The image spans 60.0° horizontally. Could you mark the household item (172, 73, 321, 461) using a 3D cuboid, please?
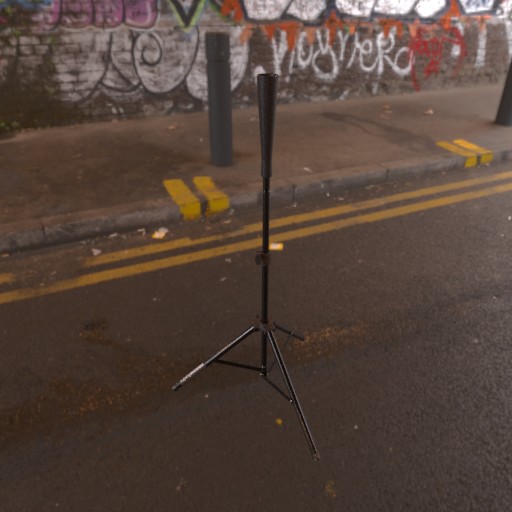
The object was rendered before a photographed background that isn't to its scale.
[{"bbox_3d":[0.000,0.000,1.379,0.559,1.067,0.559,8,31,13],"label":"household item"}]
